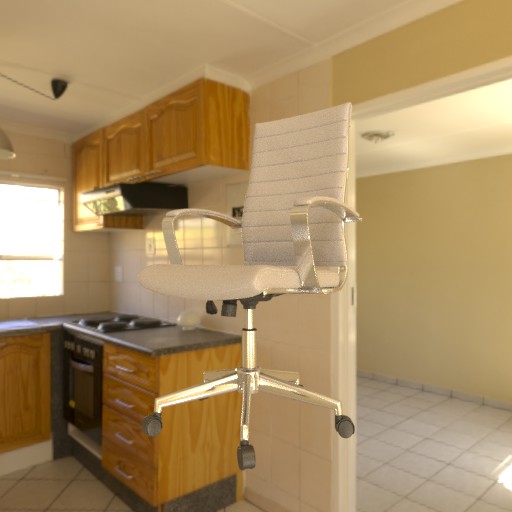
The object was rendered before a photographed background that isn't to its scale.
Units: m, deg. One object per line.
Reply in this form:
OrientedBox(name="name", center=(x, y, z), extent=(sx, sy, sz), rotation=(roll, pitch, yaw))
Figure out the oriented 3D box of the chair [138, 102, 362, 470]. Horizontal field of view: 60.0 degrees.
OrientedBox(name="chair", center=(0.000, 0.000, 1.548), extent=(0.679, 1.149, 0.667), rotation=(0, -1, 37))
